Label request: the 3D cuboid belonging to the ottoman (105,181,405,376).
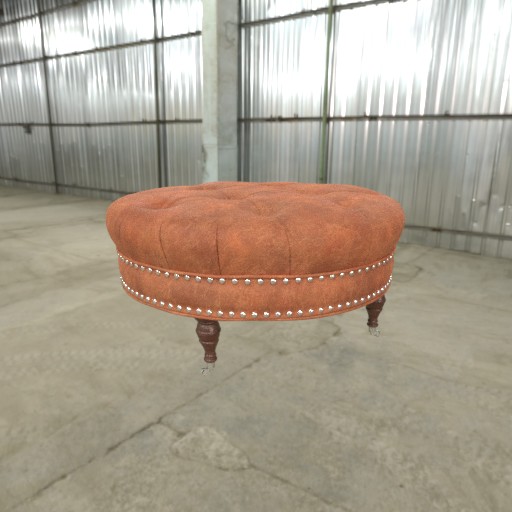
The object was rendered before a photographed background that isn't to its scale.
[{"bbox_3d":[0.000,0.000,1.433,0.901,0.444,0.901,0,15,0],"label":"ottoman"}]
